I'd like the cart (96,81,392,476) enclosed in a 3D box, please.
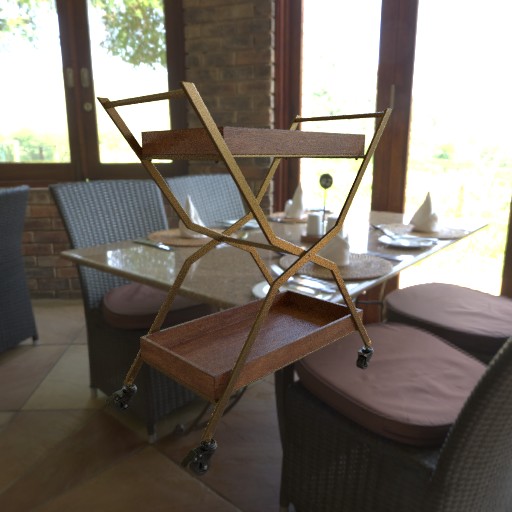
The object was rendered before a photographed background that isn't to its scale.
[{"bbox_3d":[0.000,0.000,1.329,0.405,0.869,0.836,13,18,43],"label":"cart"}]
